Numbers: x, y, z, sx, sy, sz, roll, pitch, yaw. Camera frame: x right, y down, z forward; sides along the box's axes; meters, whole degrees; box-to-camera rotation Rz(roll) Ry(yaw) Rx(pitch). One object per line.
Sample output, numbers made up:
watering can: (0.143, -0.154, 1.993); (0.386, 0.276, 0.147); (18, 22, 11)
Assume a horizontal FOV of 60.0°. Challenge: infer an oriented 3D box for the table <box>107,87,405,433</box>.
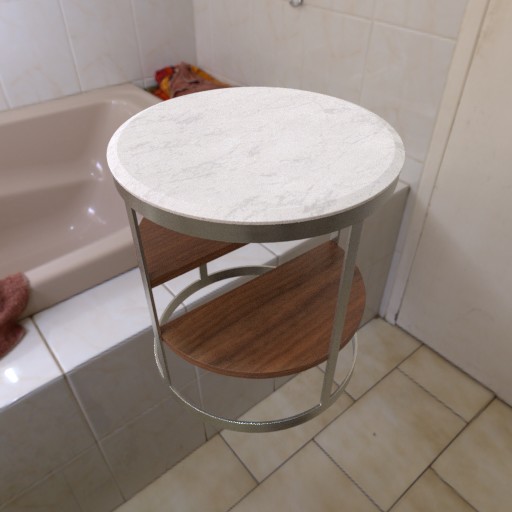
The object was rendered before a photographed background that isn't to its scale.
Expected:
table: (0.000, 0.000, 0.763); (0.407, 0.447, 0.407); (0, 40, 0)
